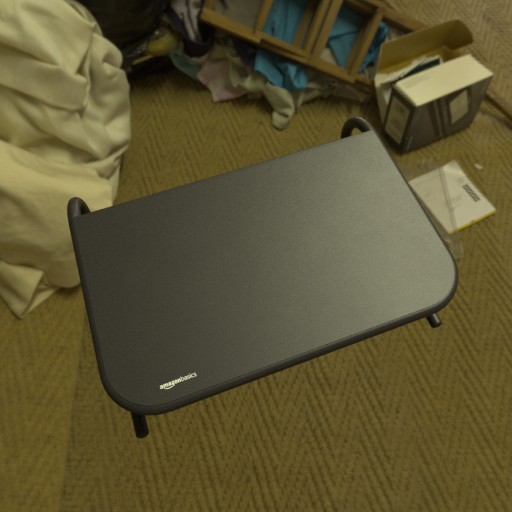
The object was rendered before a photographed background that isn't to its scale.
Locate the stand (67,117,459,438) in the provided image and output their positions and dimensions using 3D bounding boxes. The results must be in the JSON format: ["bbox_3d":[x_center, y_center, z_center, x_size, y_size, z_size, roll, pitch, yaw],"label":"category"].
[{"bbox_3d":[0.000,0.000,0.513,0.370,0.108,0.280,-18,65,-9],"label":"stand"}]
